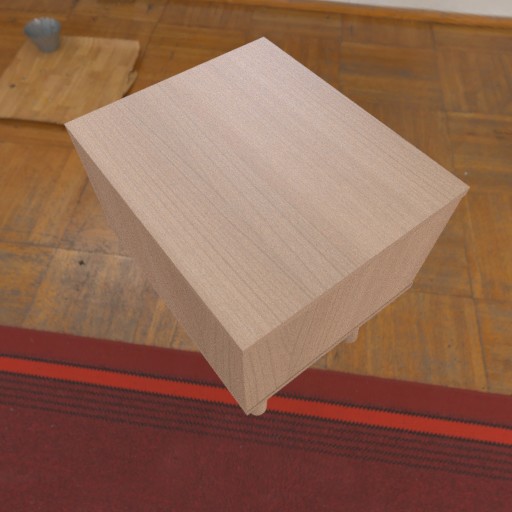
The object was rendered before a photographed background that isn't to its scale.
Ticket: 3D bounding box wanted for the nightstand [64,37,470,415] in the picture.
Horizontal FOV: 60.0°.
[{"bbox_3d":[0.000,0.000,0.851,0.380,0.530,0.450,-33,63,-19],"label":"nightstand"}]
